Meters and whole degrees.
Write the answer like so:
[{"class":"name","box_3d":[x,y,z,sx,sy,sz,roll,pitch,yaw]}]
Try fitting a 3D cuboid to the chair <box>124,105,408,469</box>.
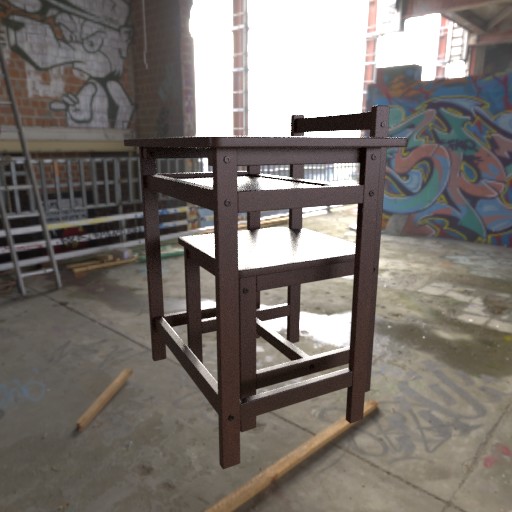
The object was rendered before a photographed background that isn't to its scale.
[{"class":"chair","box_3d":[0.000,0.000,1.056,0.463,0.673,0.599,-7,16,-27]}]
